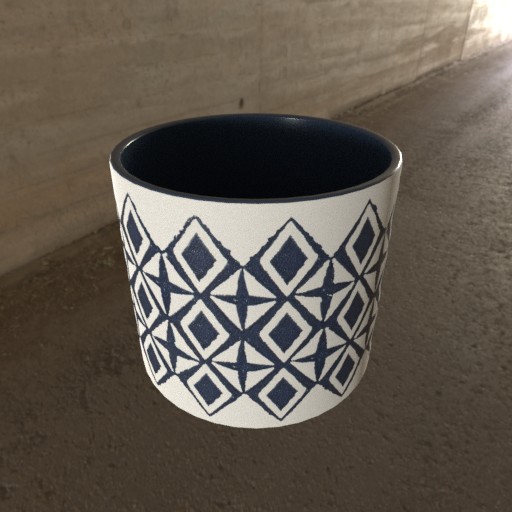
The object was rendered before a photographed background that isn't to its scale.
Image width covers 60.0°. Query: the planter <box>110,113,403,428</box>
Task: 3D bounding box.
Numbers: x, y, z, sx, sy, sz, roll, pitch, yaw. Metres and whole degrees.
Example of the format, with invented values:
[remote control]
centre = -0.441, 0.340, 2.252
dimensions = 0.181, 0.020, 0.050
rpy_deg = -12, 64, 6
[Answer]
[planter]
centre = 0.000, 0.000, 0.284
dimensions = 0.159, 0.144, 0.159
rpy_deg = 0, 31, 0
